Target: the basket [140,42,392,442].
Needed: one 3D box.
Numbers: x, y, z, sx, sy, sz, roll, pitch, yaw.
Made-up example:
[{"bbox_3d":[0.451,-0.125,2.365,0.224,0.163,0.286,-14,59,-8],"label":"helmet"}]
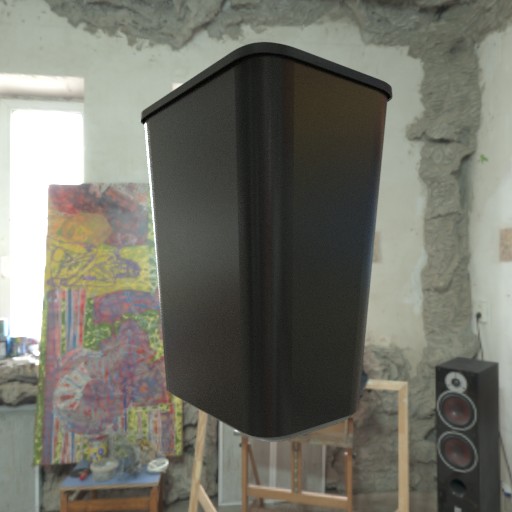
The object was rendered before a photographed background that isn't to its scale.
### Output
[{"bbox_3d":[0.000,0.000,0.760,0.287,0.521,0.394,0,0,-37],"label":"basket"}]
